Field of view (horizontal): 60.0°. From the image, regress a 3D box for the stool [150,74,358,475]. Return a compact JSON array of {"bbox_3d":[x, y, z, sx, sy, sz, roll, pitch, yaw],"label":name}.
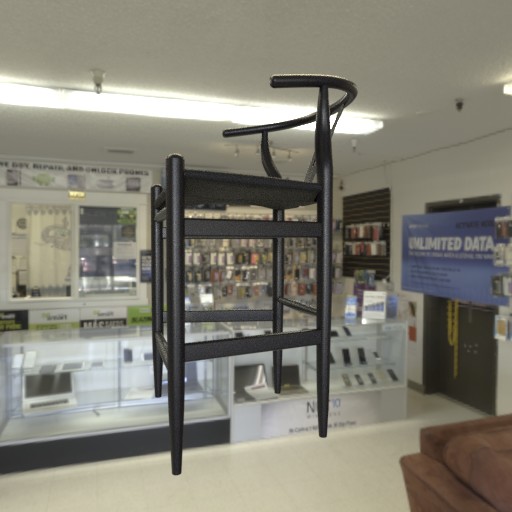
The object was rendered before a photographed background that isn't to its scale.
[{"bbox_3d":[0.000,0.000,1.324,0.579,0.970,0.569,0,2,-17],"label":"stool"}]
